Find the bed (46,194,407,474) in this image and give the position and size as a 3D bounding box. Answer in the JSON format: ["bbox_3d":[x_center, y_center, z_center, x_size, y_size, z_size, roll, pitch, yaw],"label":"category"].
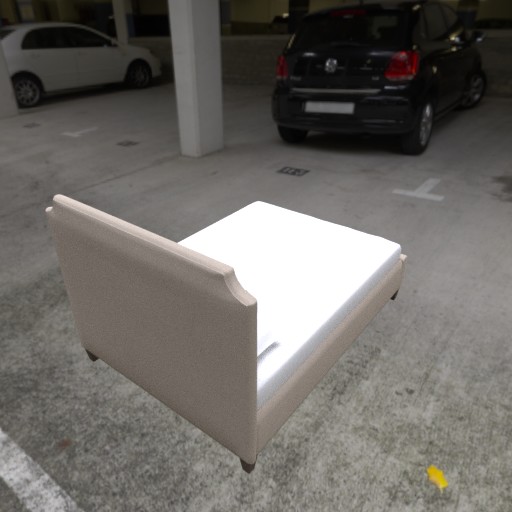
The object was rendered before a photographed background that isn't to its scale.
[{"bbox_3d":[0.000,0.000,3.529,1.713,1.443,2.372,21,37,31],"label":"bed"}]
